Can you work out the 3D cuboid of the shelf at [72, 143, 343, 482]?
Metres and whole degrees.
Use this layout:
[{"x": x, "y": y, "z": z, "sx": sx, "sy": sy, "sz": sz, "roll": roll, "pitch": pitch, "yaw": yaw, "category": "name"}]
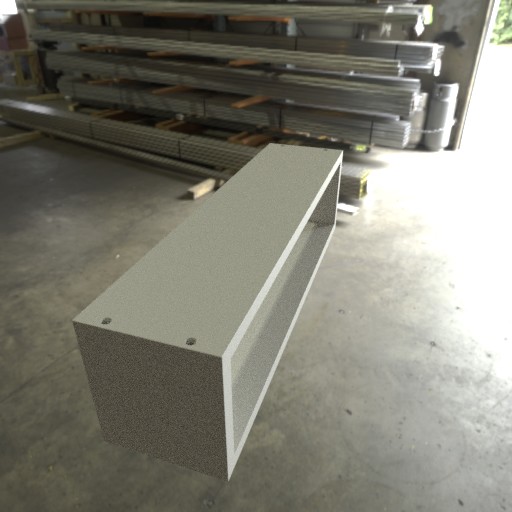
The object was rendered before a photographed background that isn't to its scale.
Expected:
[{"x": 0.000, "y": 0.000, "z": 0.680, "sx": 0.150, "sy": 0.170, "sz": 0.610, "roll": 10, "pitch": 32, "yaw": 16, "category": "shelf"}]
